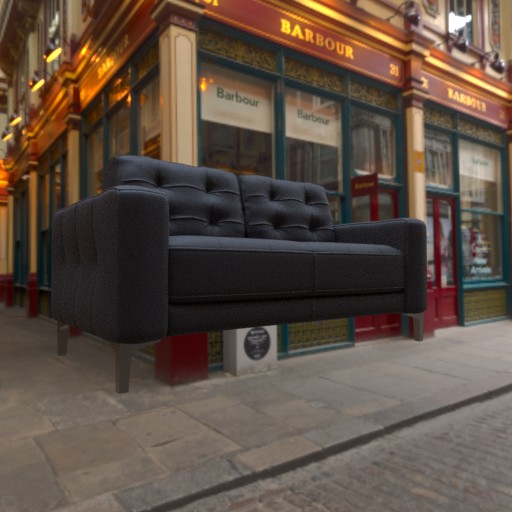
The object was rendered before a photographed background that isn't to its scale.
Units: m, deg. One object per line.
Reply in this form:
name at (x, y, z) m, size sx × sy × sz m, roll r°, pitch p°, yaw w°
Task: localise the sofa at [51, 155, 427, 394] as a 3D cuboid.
sofa at (0.000, 0.000, 2.181) m, size 1.726 × 0.893 × 0.833 m, roll 1°, pitch -2°, yaw -37°
